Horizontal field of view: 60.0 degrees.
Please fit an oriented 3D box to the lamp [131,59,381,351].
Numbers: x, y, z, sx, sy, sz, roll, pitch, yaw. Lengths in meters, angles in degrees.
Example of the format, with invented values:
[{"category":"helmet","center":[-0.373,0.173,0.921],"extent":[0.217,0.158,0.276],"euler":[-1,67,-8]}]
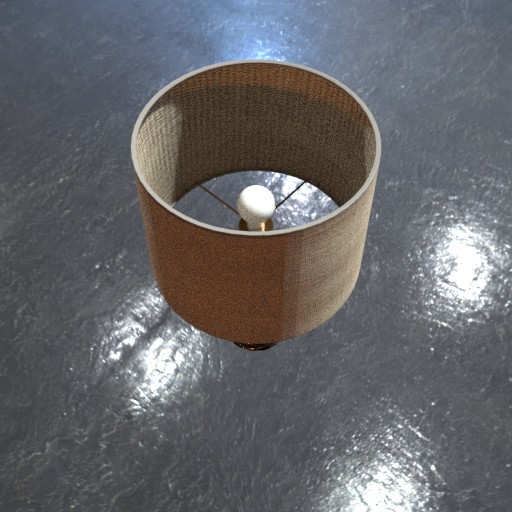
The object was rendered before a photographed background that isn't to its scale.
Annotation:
[{"category":"lamp","center":[0.000,0.000,0.830],"extent":[0.376,0.594,0.376],"euler":[0,58,0]}]
